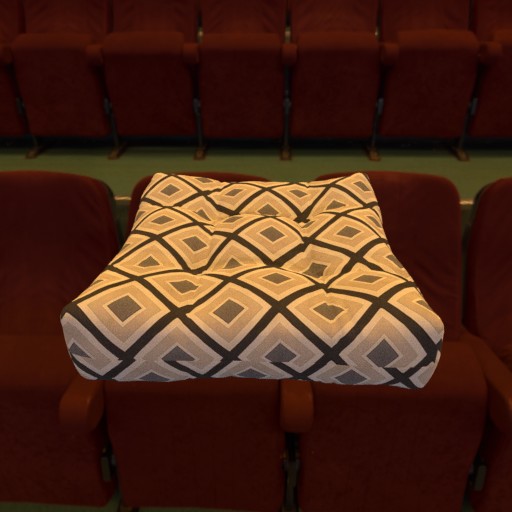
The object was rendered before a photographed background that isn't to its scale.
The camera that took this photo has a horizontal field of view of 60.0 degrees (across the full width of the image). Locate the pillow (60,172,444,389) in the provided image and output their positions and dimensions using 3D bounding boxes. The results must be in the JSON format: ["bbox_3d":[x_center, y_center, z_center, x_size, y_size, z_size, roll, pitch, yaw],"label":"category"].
[{"bbox_3d":[0.000,0.000,0.731,0.468,0.128,0.490,1,31,1],"label":"pillow"}]
